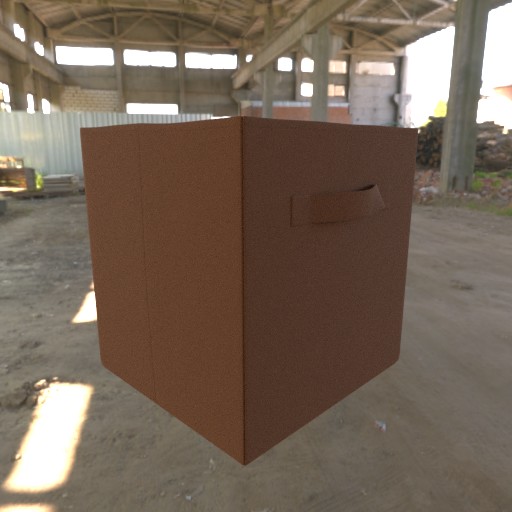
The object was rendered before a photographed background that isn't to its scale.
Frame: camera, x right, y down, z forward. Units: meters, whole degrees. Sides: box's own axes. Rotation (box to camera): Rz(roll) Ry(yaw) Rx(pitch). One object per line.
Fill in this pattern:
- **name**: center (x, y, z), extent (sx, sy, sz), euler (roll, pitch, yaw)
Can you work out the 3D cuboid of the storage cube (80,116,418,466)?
- **storage cube**: center (0.000, 0.000, 0.502), extent (0.270, 0.280, 0.270), euler (13, 19, 43)
